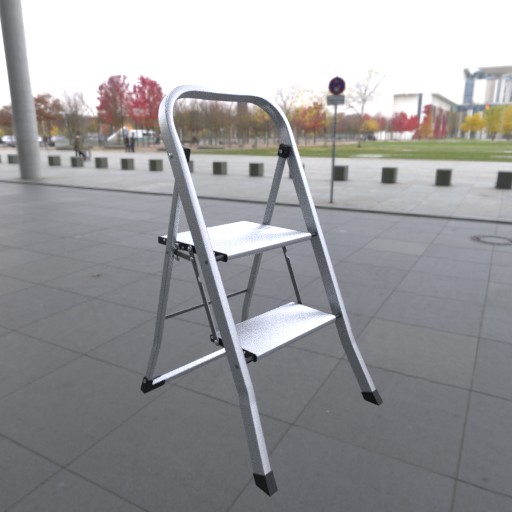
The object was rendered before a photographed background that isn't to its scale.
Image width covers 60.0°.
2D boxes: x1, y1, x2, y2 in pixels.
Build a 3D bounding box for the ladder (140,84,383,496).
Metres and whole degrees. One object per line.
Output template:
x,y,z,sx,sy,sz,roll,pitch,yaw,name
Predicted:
0.000,0.000,1.135,0.530,0.830,0.465,14,21,42,ladder
